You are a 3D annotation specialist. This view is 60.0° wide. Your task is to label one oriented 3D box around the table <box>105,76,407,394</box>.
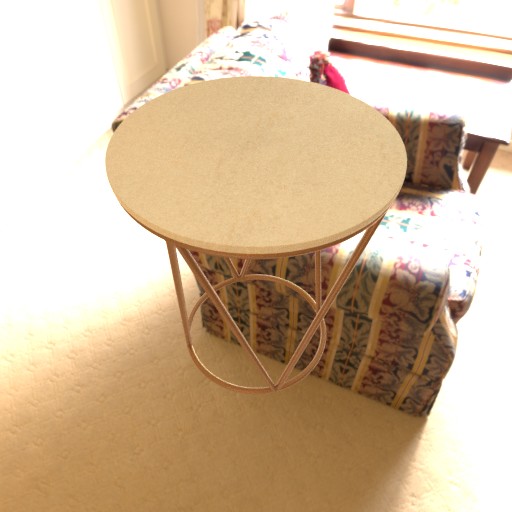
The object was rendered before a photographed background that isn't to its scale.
[{"bbox_3d":[0.000,0.000,0.957,0.500,0.564,0.500,0,47,0],"label":"table"}]
